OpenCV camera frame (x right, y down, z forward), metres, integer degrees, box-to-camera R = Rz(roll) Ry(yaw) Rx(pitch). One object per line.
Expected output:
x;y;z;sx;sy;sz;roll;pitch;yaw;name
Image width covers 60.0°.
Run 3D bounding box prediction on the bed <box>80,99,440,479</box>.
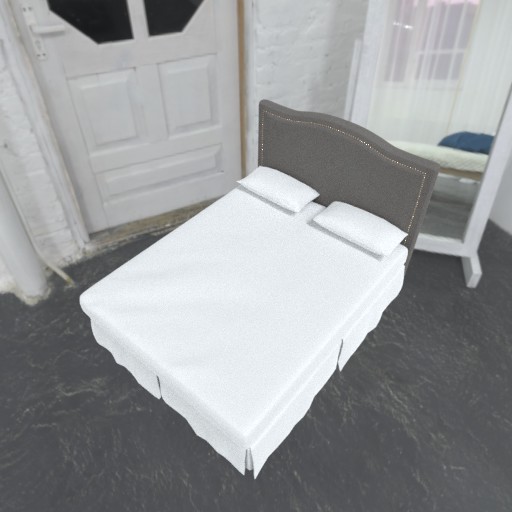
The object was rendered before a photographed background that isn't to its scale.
0.000;0.000;3.495;1.821;1.436;2.282;30;52;27;bed
